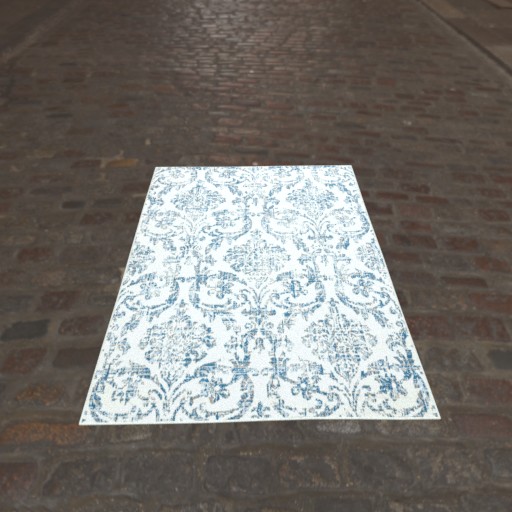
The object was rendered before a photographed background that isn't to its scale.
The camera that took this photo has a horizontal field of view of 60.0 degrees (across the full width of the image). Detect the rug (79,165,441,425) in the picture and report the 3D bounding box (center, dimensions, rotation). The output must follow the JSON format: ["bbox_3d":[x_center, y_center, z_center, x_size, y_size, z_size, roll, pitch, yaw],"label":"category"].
[{"bbox_3d":[0.000,0.000,2.760,1.586,0.014,2.197,-1,41,-1],"label":"rug"}]
